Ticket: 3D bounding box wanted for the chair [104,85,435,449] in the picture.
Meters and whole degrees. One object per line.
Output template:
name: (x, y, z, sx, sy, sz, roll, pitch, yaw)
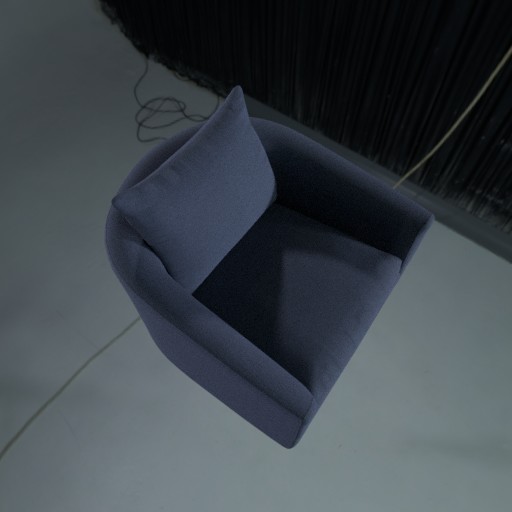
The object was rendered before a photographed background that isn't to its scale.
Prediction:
chair: (0.000, 0.000, 1.572, 0.910, 0.848, 0.845, 31, 63, 18)
